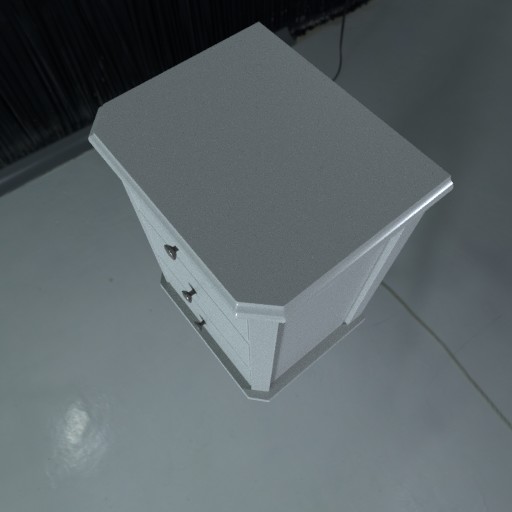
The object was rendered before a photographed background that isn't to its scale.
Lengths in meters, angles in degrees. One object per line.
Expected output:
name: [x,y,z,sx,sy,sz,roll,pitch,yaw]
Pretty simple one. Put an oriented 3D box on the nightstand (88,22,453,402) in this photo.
nightstand: [0.000,0.000,0.926,0.348,0.680,0.435,-36,68,-17]
